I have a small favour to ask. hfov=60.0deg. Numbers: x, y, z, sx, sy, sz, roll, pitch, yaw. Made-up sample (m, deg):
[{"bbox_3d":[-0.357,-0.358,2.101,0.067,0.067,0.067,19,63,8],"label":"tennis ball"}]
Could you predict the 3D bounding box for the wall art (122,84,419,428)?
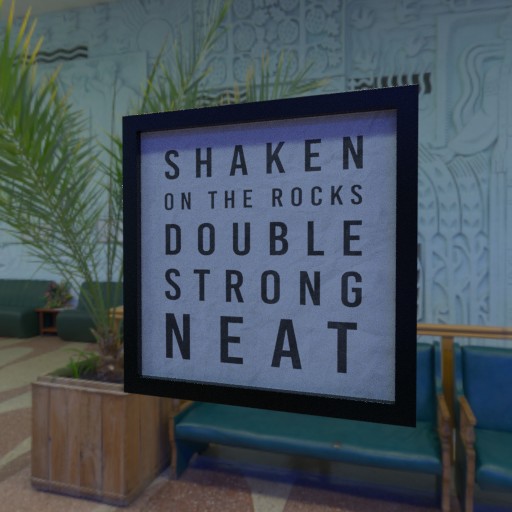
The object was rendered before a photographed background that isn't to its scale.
[{"bbox_3d":[0.000,0.000,0.510,0.349,0.349,0.014,0,1,18],"label":"wall art"}]
